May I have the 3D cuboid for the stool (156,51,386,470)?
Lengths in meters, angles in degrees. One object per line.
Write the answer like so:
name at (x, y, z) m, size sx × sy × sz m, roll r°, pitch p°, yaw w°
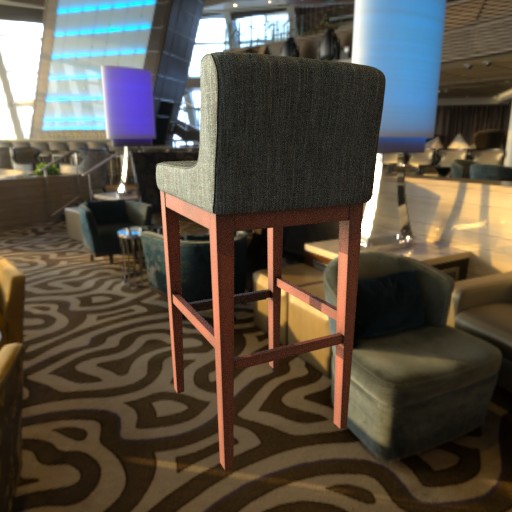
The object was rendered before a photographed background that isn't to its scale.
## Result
stool at (0.000, 0.000, 1.237) m, size 0.426 × 0.965 × 0.499 m, roll -7°, pitch 16°, yaw -26°
